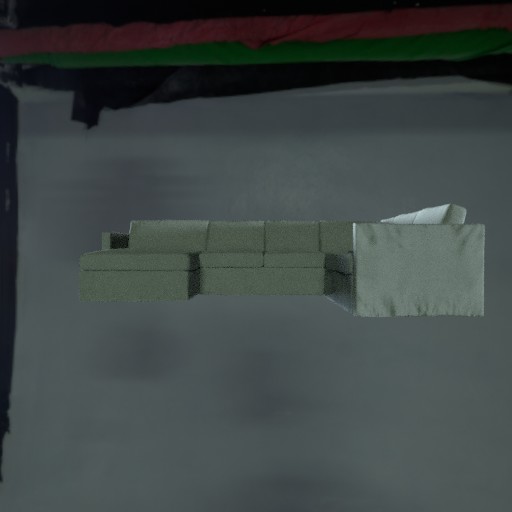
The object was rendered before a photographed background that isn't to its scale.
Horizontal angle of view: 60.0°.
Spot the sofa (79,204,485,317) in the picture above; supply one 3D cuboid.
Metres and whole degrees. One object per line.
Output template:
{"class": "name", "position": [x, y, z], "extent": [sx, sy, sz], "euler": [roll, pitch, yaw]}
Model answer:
{"class": "sofa", "position": [0.000, 0.000, 4.502], "extent": [3.434, 0.869, 2.440], "euler": [0, 1, 1]}
